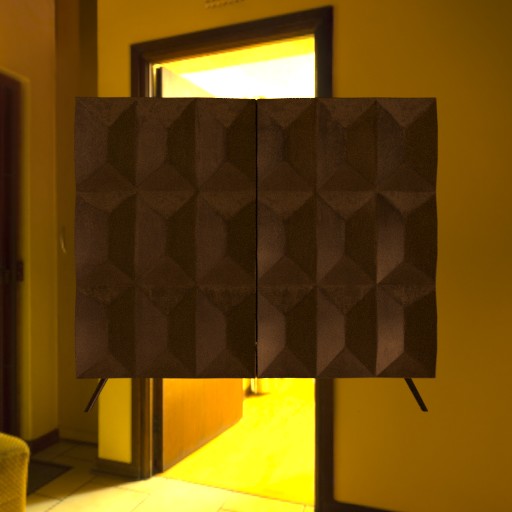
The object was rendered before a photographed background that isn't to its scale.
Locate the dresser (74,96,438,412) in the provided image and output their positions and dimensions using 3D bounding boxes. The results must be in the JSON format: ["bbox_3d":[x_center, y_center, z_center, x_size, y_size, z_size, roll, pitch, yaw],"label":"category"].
[{"bbox_3d":[0.000,0.000,1.391,0.967,0.847,0.446,0,0,0],"label":"dresser"}]
